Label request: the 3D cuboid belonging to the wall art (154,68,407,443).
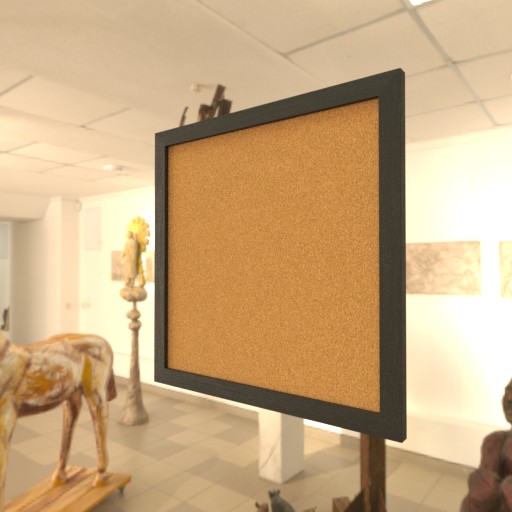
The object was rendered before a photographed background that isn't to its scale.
[{"bbox_3d":[0.000,0.000,1.521,1.016,1.016,0.038,-1,-1,37],"label":"wall art"}]
